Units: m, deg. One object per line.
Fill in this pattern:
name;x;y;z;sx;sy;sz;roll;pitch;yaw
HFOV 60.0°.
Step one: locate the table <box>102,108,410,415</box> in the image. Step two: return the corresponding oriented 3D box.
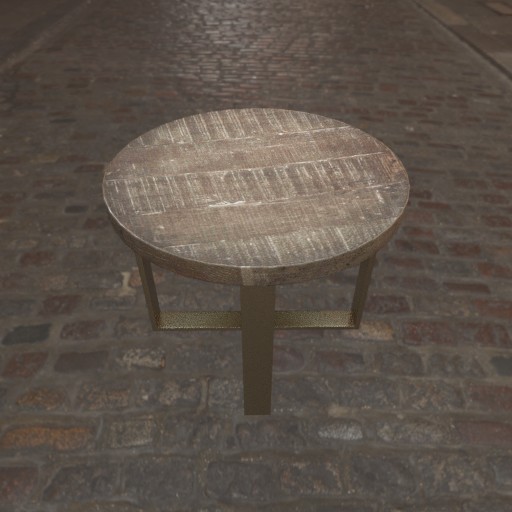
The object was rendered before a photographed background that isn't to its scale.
table;0.000;0.000;0.973;0.557;0.437;0.557;0;41;0
